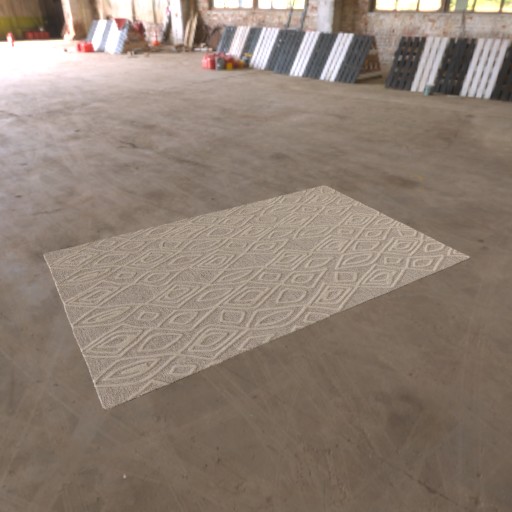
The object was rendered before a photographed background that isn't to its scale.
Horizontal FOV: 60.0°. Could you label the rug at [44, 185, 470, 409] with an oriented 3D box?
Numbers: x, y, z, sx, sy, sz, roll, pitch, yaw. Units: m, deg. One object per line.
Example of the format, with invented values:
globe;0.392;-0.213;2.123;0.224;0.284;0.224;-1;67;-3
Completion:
rug;0.000;0.000;2.982;2.442;0.010;1.546;-17;34;-27
